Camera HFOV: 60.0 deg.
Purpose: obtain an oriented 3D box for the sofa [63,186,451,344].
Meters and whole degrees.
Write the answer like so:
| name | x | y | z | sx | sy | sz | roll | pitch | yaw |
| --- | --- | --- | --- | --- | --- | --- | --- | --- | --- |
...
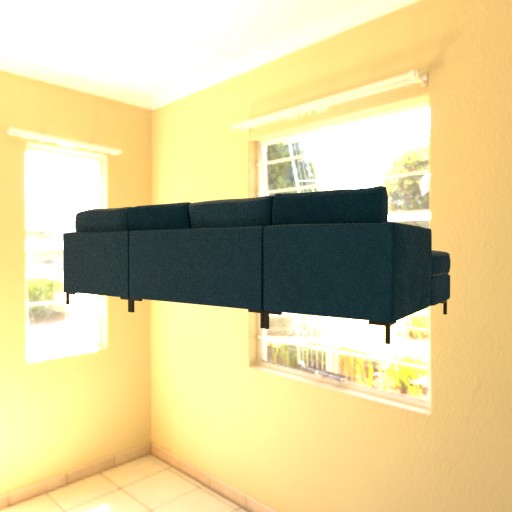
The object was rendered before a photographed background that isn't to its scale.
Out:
| name | x | y | z | sx | sy | sz | roll | pitch | yaw |
| --- | --- | --- | --- | --- | --- | --- | --- | --- | --- |
| sofa | 0.000 | 0.000 | 4.400 | 3.434 | 0.992 | 2.055 | 1 | 1 | 35 |
